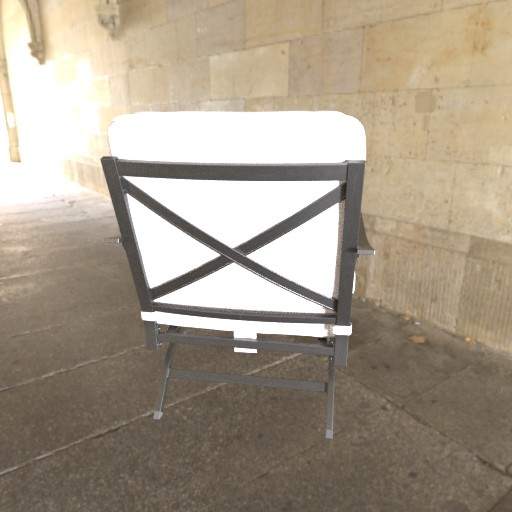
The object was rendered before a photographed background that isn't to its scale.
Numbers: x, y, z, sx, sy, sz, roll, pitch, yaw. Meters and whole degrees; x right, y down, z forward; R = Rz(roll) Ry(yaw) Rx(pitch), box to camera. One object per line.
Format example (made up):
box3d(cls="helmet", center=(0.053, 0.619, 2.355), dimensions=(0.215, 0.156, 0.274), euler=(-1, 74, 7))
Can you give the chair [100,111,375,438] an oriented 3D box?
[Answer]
box3d(cls="chair", center=(0.000, 0.000, 1.398), dimensions=(0.650, 0.860, 0.787), euler=(3, 17, 9))
